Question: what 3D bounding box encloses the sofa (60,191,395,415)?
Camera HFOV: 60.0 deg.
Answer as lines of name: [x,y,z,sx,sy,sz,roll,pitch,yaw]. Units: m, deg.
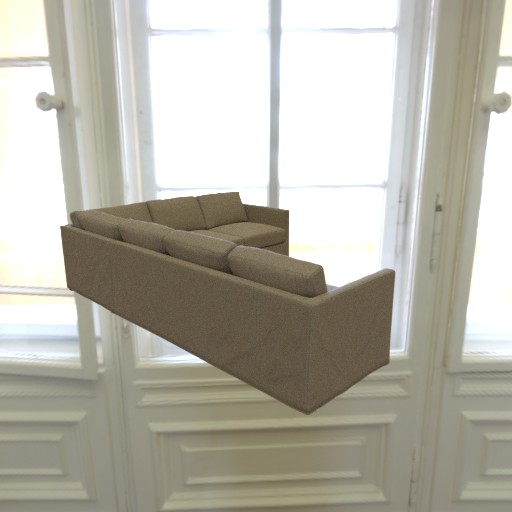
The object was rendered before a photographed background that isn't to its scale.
sofa: [0.000,0.000,4.273,3.182,0.871,2.432,14,20,42]
